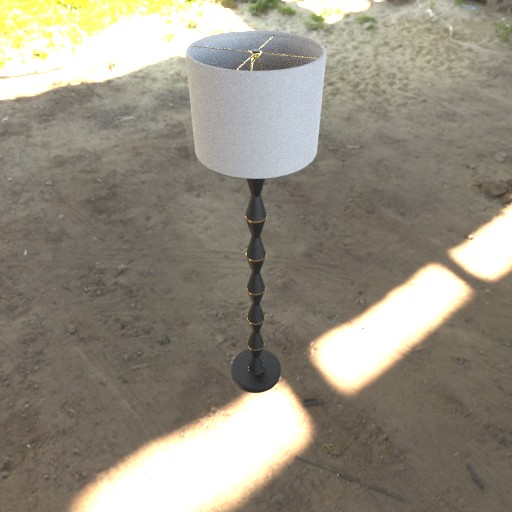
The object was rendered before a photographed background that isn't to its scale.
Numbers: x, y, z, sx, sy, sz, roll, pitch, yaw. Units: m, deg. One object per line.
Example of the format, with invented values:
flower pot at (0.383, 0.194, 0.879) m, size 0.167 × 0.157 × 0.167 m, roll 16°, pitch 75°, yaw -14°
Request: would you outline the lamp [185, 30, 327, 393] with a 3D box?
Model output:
lamp at (0.000, 0.000, 1.683) m, size 0.381 × 1.480 × 0.381 m, roll 12°, pitch 42°, yaw 14°
